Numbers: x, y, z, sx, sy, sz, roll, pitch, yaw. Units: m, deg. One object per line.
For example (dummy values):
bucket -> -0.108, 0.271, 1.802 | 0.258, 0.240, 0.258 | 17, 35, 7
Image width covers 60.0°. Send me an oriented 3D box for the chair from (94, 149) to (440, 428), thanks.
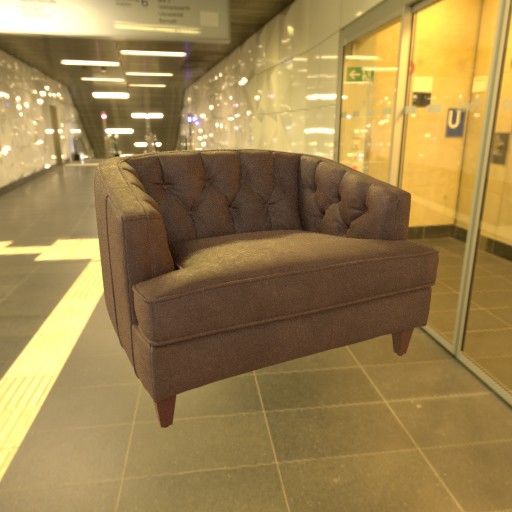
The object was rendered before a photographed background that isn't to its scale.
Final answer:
chair -> 0.000, 0.000, 1.748 | 1.118, 0.787, 0.914 | -8, 18, -26
